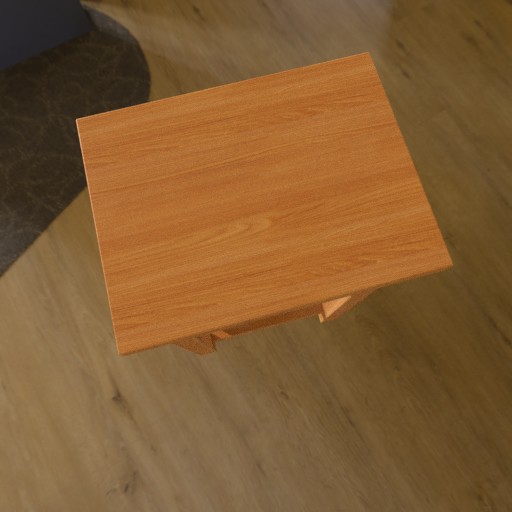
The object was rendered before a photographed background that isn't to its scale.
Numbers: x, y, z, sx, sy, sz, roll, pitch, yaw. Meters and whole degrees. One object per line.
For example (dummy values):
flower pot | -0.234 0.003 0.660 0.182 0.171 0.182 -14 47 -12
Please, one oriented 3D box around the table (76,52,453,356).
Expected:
table | 0.000 0.000 0.743 0.350 0.550 0.270 -14 75 -4
